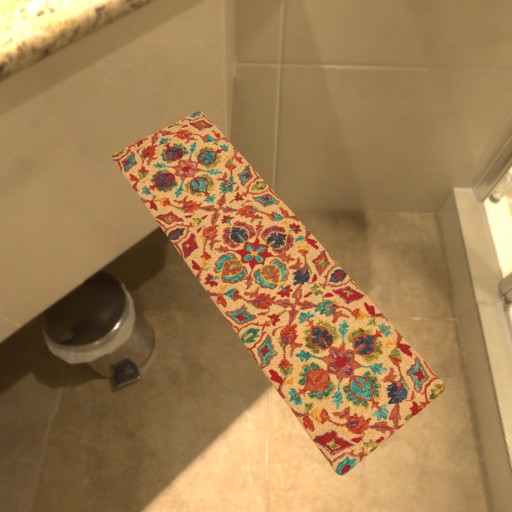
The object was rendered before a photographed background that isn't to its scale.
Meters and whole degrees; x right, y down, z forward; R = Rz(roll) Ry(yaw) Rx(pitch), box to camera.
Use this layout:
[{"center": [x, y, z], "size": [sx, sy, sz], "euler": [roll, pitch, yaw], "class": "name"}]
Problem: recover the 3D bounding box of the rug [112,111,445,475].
[{"center": [0.000, 0.000, 2.508], "size": [0.693, 0.016, 2.273], "euler": [-32, 67, -16], "class": "rug"}]
